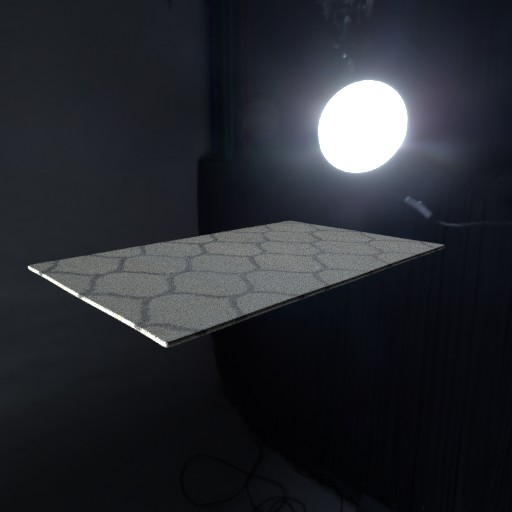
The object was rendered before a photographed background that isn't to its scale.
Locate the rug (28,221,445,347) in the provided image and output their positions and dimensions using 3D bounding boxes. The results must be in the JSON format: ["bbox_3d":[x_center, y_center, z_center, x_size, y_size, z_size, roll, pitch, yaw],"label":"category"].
[{"bbox_3d":[0.000,0.000,2.908,2.348,0.024,1.501,-13,19,-42],"label":"rug"}]
